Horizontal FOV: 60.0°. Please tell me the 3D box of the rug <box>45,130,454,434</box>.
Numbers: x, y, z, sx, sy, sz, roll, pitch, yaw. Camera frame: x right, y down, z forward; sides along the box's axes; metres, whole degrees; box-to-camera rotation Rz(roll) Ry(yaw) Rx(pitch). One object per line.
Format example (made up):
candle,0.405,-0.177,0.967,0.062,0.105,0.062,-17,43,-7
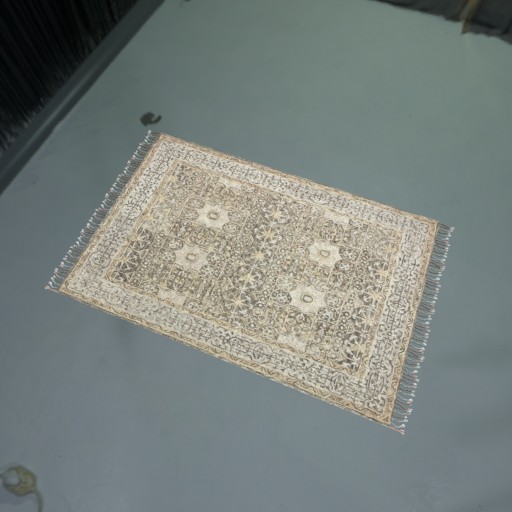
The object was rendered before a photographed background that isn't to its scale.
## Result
rug,0.000,0.000,2.526,2.029,0.010,1.237,20,65,10
